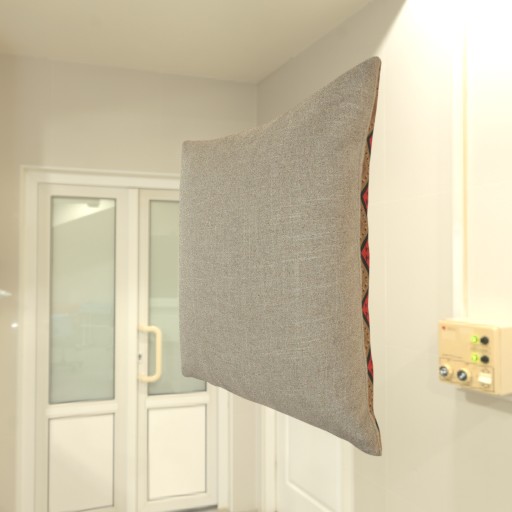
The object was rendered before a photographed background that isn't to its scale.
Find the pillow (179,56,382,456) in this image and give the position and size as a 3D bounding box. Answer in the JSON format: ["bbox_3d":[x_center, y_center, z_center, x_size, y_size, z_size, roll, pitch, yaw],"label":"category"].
[{"bbox_3d":[0.000,0.000,0.762,0.158,0.511,0.513,1,-2,-37],"label":"pillow"}]
